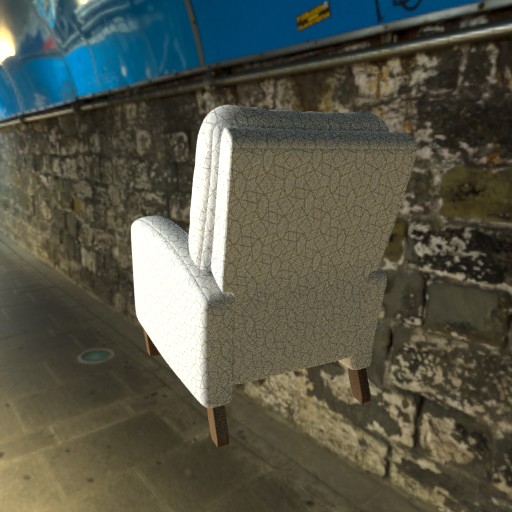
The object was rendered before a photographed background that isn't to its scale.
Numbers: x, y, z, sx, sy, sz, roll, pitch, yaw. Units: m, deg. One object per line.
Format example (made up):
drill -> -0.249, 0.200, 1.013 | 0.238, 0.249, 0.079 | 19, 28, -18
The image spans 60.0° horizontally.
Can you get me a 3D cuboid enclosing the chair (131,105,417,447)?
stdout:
chair -> 0.000, 0.000, 1.764 | 0.796, 1.064, 0.995 | -6, 14, -26
